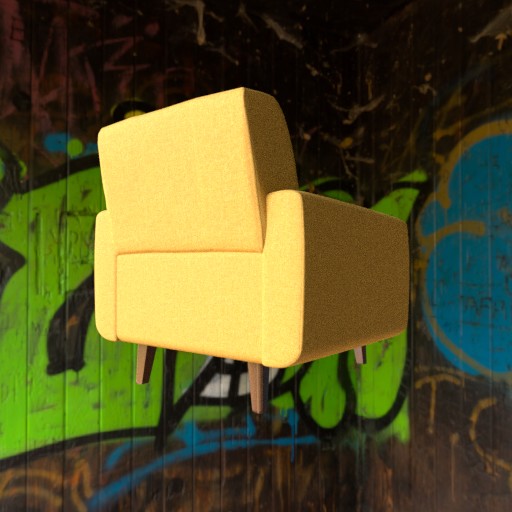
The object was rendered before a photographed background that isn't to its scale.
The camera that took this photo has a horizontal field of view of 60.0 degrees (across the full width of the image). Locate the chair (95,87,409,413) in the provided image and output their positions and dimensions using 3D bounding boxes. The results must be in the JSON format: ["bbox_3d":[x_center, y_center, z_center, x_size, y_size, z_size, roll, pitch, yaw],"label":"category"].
[{"bbox_3d":[0.000,0.000,1.582,0.831,0.841,0.909,-1,-1,36],"label":"chair"}]
